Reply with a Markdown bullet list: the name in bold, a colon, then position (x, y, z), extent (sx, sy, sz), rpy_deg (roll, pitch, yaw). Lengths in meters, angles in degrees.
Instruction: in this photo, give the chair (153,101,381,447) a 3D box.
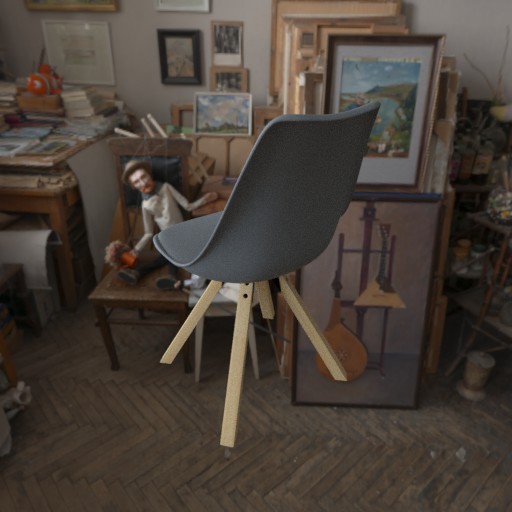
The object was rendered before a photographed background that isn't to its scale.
- **chair**: position (0.000, 0.000, 1.194), extent (0.485, 0.850, 0.549), rpy_deg (-19, 34, -30)
